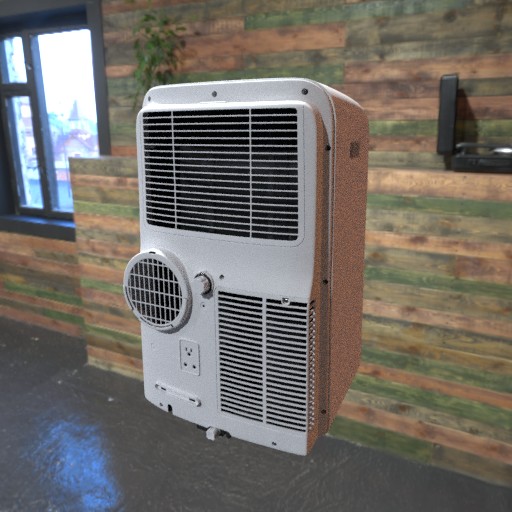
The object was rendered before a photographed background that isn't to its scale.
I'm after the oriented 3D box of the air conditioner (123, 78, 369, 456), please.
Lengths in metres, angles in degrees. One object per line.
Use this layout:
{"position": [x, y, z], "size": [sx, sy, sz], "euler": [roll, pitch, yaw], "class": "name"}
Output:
{"position": [0.000, 0.000, 1.080], "size": [0.478, 0.765, 0.467], "euler": [8, 17, 26], "class": "air conditioner"}
